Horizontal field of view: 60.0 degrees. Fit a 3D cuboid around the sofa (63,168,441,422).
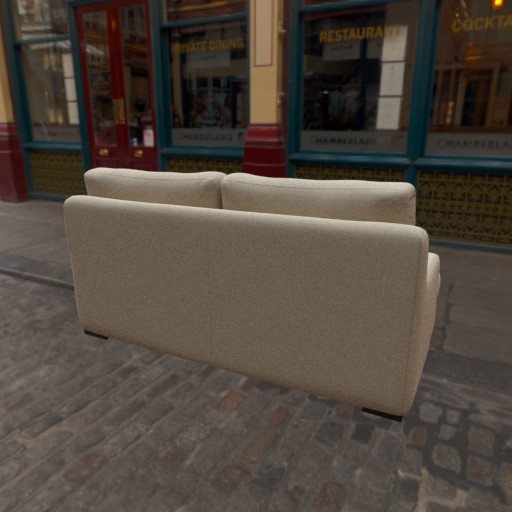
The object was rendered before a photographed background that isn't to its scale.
[{"bbox_3d":[0.000,0.000,2.465,1.885,0.967,0.962,8,18,26],"label":"sofa"}]
